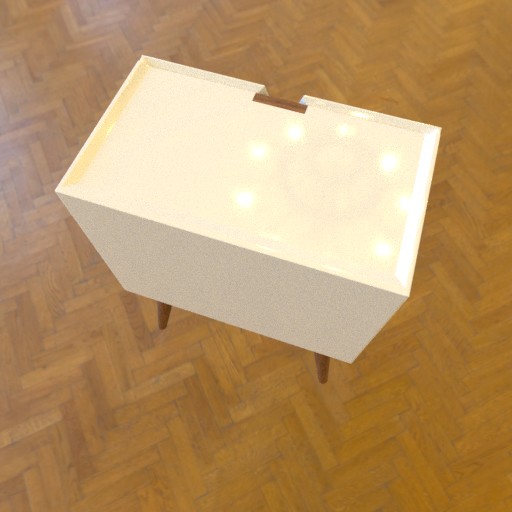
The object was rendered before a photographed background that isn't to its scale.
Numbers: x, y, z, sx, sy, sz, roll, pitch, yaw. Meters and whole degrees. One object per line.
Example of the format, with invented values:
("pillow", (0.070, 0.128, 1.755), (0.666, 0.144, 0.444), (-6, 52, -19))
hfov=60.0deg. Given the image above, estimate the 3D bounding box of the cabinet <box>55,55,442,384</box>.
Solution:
("cabinet", (0.000, 0.000, 1.110), (0.591, 0.772, 0.344), (17, 65, 8))
